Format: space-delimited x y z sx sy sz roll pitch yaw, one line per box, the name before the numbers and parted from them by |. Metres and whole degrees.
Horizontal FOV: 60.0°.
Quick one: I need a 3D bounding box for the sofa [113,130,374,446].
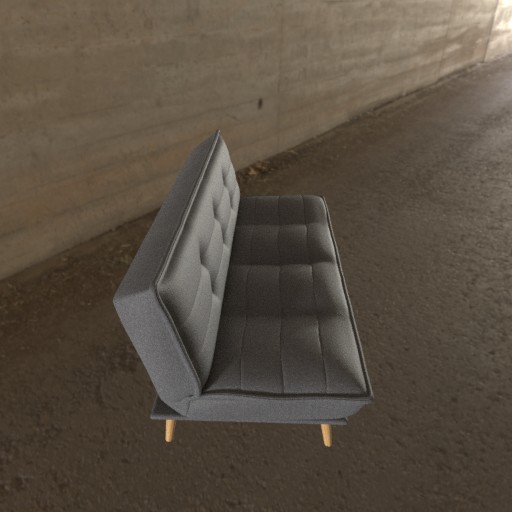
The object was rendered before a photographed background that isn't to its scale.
sofa | 0.000 0.000 2.449 0.950 0.890 1.940 1 31 2
